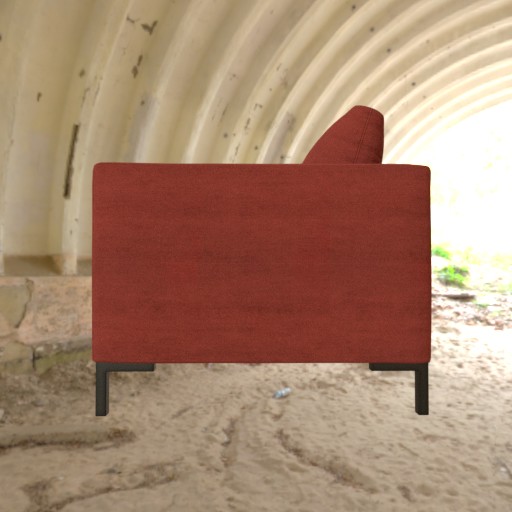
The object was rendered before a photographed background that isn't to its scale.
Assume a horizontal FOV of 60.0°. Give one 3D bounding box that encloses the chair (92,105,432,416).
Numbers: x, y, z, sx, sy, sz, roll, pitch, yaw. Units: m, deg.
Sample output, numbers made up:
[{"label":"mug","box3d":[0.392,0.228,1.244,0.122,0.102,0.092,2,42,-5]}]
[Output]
[{"label":"chair","box3d":[0.000,0.000,1.555,0.875,0.812,0.964,0,-1,-1]}]
